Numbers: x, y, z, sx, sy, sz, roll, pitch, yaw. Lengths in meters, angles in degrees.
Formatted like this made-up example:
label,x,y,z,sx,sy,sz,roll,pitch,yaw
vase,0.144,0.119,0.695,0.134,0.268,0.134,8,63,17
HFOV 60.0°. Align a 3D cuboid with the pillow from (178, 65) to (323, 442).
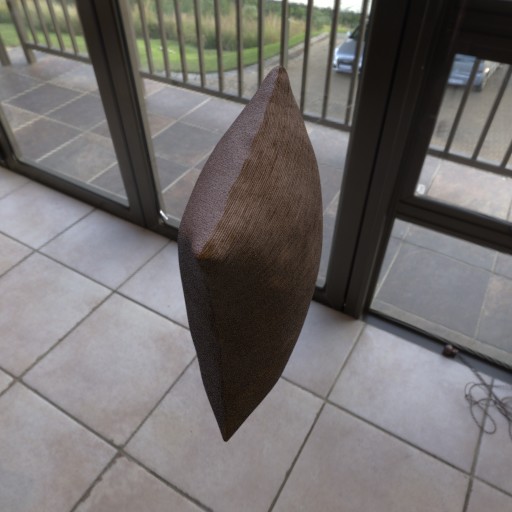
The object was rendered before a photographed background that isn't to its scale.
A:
label,x,y,z,sx,sy,sz,roll,pitch,yaw
pillow,0.000,0.000,0.708,0.204,0.439,0.452,9,46,8
